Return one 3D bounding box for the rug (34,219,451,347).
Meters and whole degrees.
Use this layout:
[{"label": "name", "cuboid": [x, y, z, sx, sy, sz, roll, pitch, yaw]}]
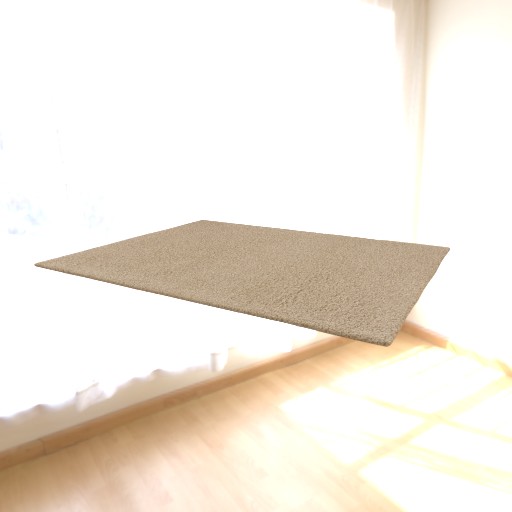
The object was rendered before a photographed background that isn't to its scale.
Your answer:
[{"label": "rug", "cuboid": [0.000, 0.000, 4.101, 3.047, 0.029, 2.438, 9, 17, 29]}]
